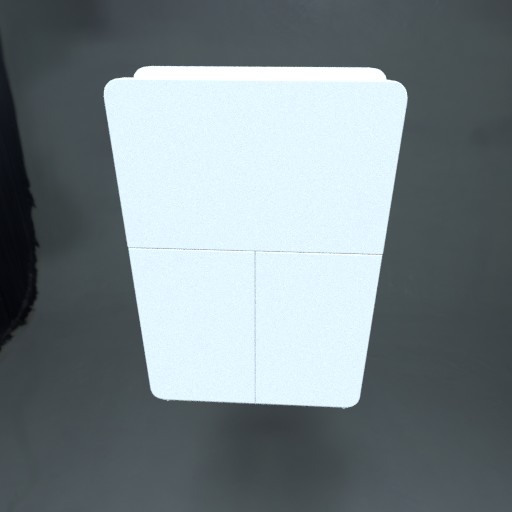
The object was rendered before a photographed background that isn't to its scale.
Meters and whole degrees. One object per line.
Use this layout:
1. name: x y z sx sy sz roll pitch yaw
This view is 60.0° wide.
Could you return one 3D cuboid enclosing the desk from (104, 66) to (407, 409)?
1. desk: 0.000 0.000 1.545 0.795 1.190 0.278 2 29 3
